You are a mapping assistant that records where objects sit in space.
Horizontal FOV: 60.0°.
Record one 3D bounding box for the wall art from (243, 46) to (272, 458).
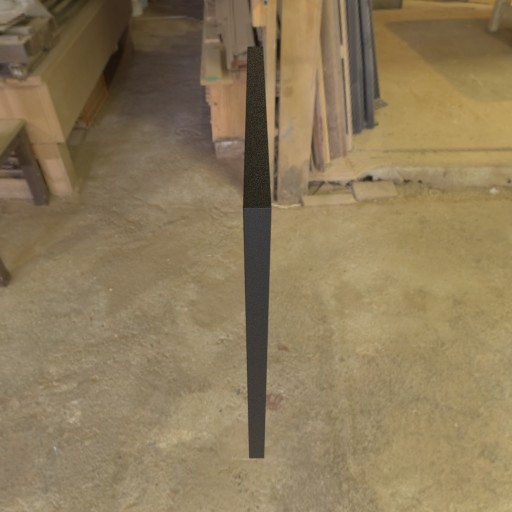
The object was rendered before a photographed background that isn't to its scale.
[{"bbox_3d":[0.000,0.000,0.717,0.025,0.508,0.432,0,42,0],"label":"wall art"}]
